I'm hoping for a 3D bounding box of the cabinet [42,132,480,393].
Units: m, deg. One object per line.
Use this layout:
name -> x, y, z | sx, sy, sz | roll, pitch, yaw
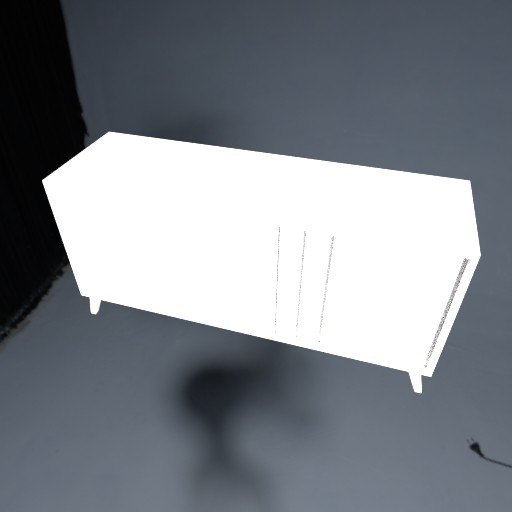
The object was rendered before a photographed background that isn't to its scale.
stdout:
cabinet -> 0.000, 0.000, 2.032 | 1.649, 0.780, 0.500 | 11, 40, 13
